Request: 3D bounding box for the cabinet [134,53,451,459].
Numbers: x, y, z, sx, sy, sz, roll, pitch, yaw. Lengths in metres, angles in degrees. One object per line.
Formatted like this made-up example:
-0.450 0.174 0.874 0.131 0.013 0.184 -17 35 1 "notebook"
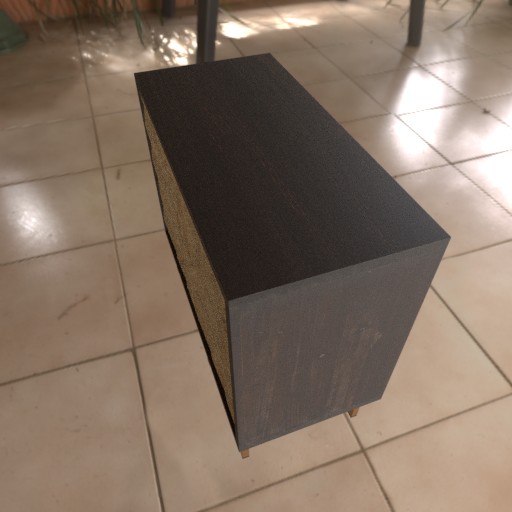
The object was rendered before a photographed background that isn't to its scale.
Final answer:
0.000 0.000 1.416 0.451 0.860 0.950 -15 48 -14 "cabinet"
